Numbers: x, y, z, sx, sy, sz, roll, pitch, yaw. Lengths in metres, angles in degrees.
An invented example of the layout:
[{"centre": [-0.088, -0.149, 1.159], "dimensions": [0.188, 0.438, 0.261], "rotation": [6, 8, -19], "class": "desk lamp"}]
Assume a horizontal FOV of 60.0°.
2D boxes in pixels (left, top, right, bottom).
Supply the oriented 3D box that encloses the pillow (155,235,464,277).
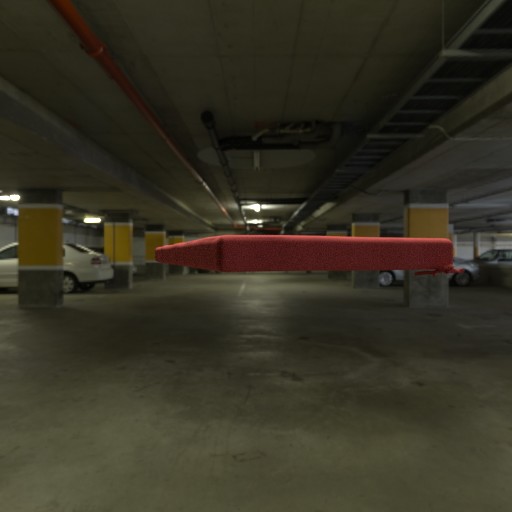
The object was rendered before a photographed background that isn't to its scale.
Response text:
[{"centre": [0.000, 0.000, 1.304], "dimensions": [0.492, 0.081, 1.187], "rotation": [0, 0, -18], "class": "pillow"}]
